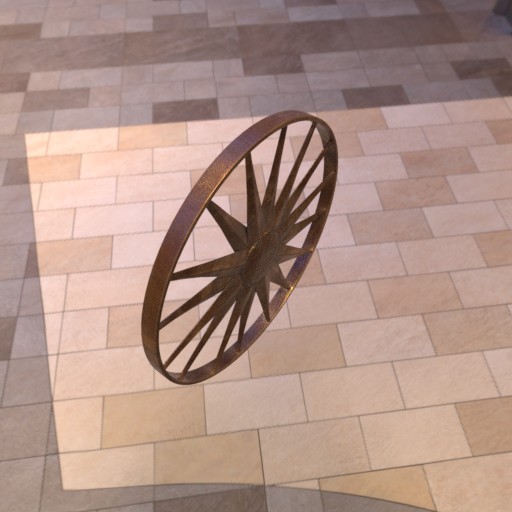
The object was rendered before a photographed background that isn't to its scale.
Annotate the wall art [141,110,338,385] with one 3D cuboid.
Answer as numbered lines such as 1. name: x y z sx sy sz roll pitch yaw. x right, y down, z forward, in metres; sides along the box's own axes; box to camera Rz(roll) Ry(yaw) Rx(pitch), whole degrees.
1. wall art: 0.000 0.000 0.900 0.084 0.583 0.582 32 63 19
